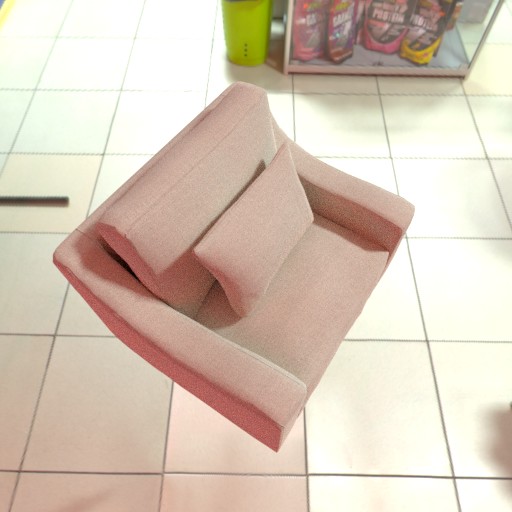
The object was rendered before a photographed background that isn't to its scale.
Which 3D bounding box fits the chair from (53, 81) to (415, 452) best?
[{"bbox_3d":[0.000,0.000,1.956,1.009,1.016,1.178,30,63,17],"label":"chair"}]
